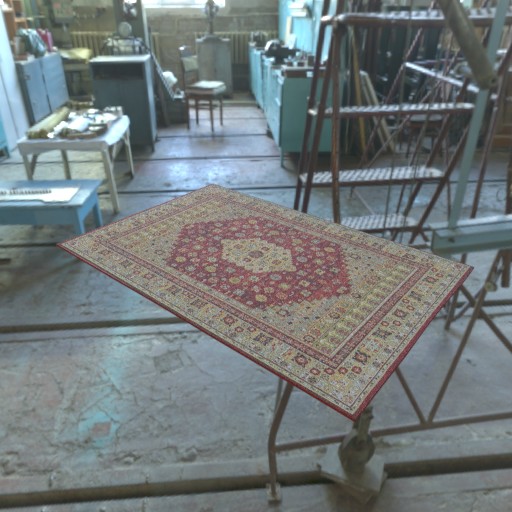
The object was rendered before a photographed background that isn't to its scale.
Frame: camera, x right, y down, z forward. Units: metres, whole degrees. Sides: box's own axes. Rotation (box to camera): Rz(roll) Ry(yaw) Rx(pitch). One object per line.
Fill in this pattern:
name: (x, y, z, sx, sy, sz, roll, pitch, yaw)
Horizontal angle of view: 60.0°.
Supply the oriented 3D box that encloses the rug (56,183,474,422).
rug: (0.000, 0.000, 2.276, 1.802, 0.013, 1.194, 23, 37, 34)
